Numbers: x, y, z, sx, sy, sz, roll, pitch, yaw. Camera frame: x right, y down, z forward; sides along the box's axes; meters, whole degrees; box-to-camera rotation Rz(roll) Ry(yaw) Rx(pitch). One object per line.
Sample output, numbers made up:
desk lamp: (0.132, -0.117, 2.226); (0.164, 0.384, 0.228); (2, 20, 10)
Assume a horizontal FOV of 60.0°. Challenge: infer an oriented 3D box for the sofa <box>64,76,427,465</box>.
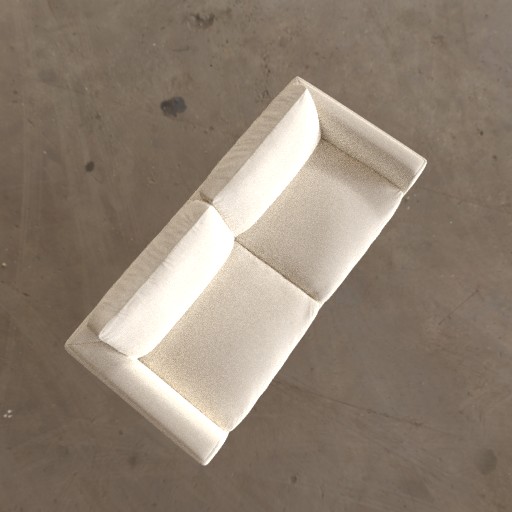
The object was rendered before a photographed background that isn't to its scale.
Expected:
sofa: (0.000, 0.000, 2.780); (1.070, 0.801, 2.262); (37, 78, 9)
